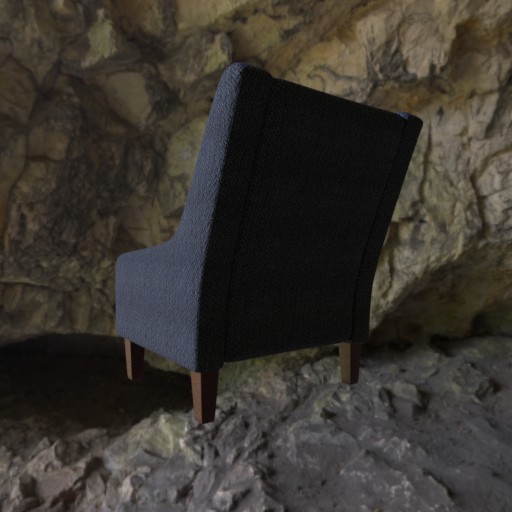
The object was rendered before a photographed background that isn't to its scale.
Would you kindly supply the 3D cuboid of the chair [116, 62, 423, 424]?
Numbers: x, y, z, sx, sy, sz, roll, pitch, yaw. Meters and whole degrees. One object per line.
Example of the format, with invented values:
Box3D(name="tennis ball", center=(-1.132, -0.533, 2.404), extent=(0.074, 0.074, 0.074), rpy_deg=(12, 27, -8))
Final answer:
Box3D(name="chair", center=(0.000, 0.000, 1.706), extent=(0.793, 1.012, 0.944), rpy_deg=(-1, 1, -37))
